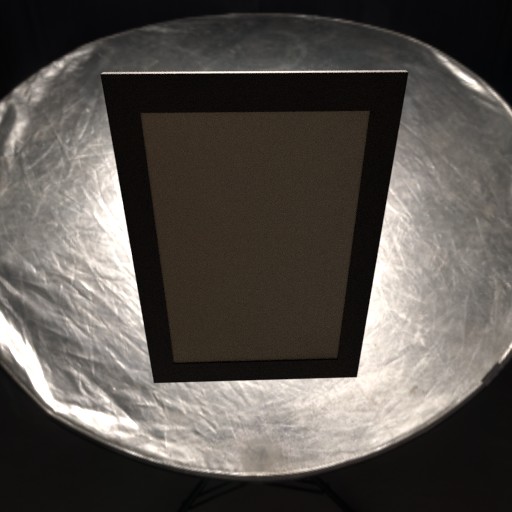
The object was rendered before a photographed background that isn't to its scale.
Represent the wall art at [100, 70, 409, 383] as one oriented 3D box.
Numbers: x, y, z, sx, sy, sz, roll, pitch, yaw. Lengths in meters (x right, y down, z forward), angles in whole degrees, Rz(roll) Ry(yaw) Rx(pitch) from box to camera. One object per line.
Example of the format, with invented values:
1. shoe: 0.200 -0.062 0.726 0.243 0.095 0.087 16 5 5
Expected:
1. wall art: 0.000 0.000 0.654 0.359 0.508 0.013 -1 32 -2
